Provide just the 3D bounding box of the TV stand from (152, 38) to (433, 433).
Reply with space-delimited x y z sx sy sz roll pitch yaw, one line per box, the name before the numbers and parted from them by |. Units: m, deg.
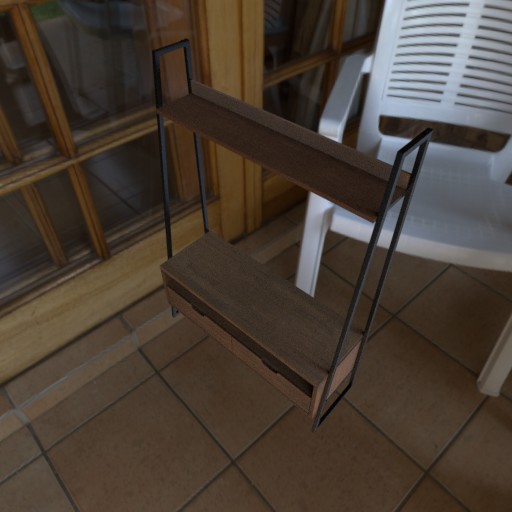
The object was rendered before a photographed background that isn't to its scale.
TV stand | 0.000 0.000 2.316 1.250 1.772 0.432 33 54 28
